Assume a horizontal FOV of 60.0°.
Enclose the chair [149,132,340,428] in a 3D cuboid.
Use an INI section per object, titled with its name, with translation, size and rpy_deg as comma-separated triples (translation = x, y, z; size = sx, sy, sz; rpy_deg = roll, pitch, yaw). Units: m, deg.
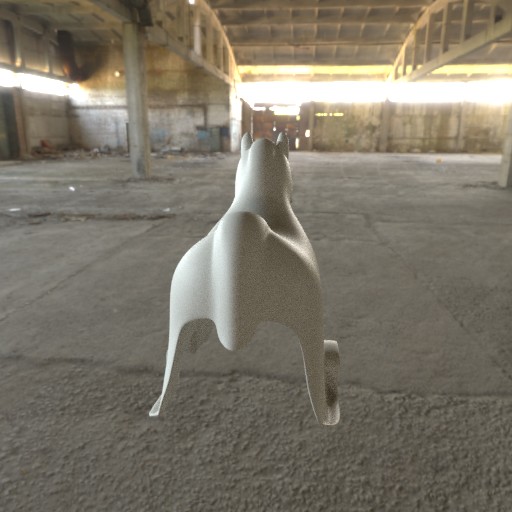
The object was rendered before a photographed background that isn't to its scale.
[chair]
translation = 0.000, 0.000, 1.133
size = 0.429, 0.612, 0.800
rpy_deg = 2, 16, 6
